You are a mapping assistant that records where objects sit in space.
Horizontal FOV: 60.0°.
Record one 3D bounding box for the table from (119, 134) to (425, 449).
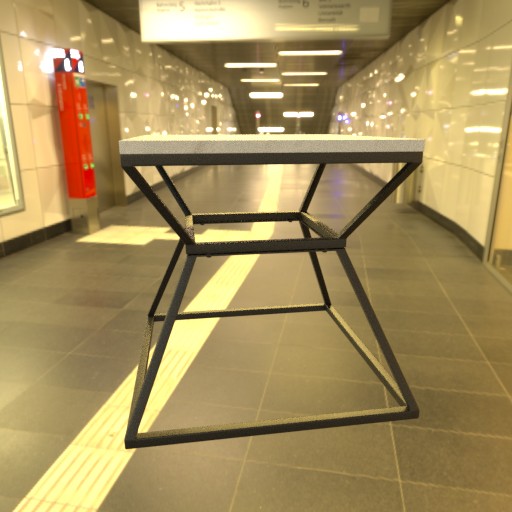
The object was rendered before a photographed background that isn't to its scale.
[{"bbox_3d":[0.000,0.000,0.828,0.455,0.431,0.455,-3,16,-9],"label":"table"}]
